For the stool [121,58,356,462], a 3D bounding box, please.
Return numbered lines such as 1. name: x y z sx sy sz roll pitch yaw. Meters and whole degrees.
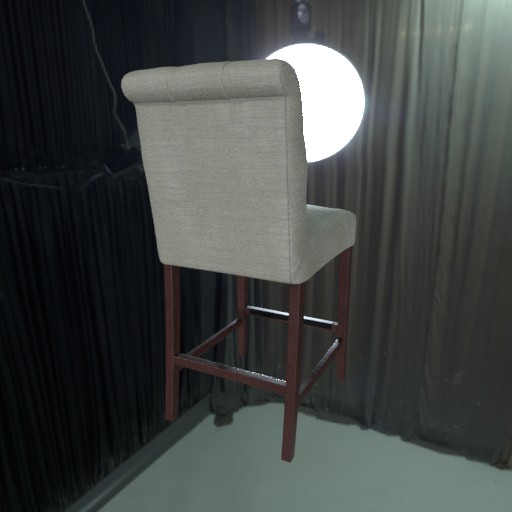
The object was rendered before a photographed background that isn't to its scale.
1. stool: 0.000 0.000 1.443 0.486 1.084 0.660 8 16 26
